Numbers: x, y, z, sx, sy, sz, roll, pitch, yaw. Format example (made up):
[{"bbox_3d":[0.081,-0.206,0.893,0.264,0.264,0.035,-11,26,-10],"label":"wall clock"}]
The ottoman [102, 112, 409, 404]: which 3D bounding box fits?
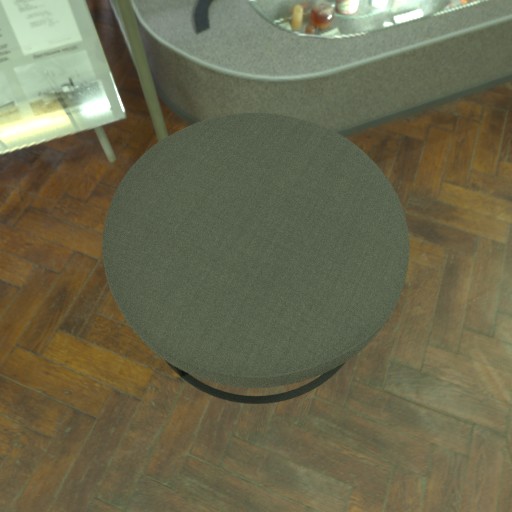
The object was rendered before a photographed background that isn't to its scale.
[{"bbox_3d":[0.000,0.000,1.254,0.772,0.460,0.772,0,62,0],"label":"ottoman"}]
